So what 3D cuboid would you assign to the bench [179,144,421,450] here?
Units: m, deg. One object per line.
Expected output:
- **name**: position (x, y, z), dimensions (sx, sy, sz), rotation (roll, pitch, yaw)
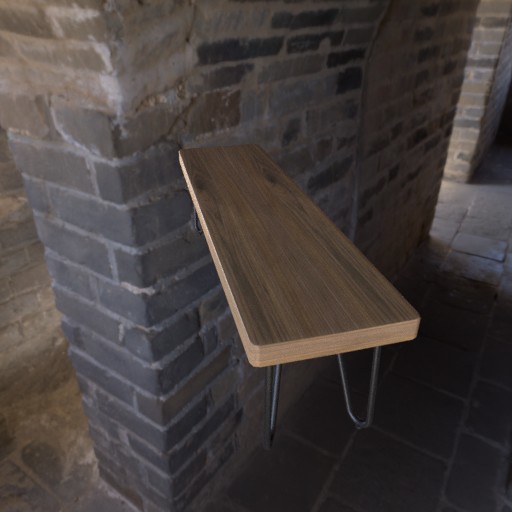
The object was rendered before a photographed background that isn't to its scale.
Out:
- **bench**: position (0.000, 0.000, 1.778), dimensions (0.425, 0.462, 1.570), rotation (-7, 30, -13)
